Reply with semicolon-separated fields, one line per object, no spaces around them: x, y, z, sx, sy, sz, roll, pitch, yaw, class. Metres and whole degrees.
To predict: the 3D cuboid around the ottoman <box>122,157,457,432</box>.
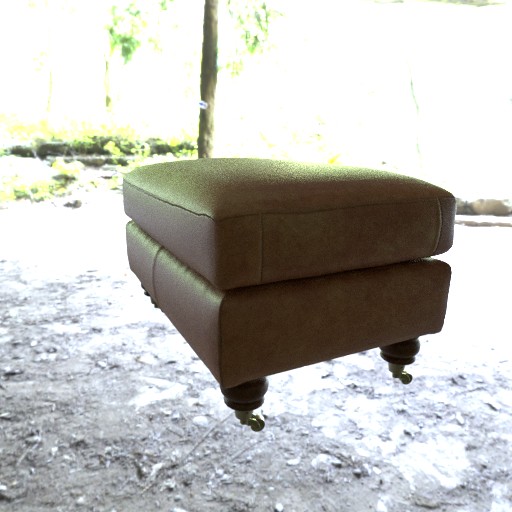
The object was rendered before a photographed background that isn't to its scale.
0.000;0.000;1.189;0.565;0.507;0.852;-7;16;-25;ottoman
